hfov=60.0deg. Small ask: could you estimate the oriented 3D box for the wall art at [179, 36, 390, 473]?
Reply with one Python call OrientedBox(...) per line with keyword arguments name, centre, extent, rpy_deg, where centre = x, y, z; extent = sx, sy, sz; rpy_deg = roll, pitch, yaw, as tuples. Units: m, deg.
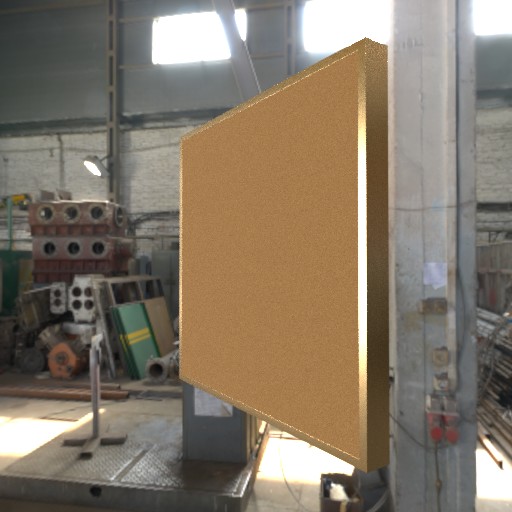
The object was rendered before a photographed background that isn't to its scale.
OrientedBox(name="wall art", centre=(0.000, 0.000, 0.736), extent=(0.040, 0.509, 0.509), rpy_deg=(1, -1, -35))
